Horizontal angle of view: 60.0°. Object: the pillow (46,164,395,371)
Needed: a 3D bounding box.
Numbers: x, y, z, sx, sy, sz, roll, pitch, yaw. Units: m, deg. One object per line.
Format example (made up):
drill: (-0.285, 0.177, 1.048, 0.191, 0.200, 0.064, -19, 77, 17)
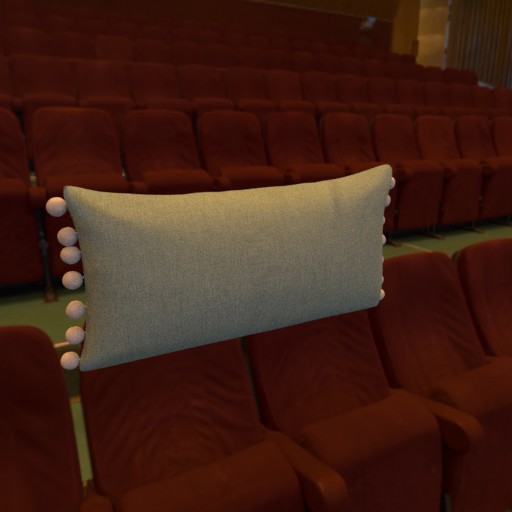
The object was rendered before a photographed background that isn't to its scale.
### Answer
pillow: (0.000, 0.000, 0.838, 0.709, 0.322, 0.201, -8, 17, -27)
